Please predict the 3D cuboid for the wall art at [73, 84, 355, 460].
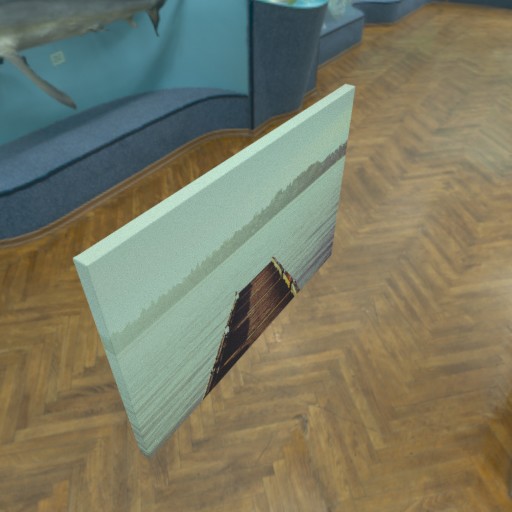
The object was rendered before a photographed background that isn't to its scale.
[{"bbox_3d":[0.000,0.000,1.429,0.040,0.765,1.149,24,46,26],"label":"wall art"}]
